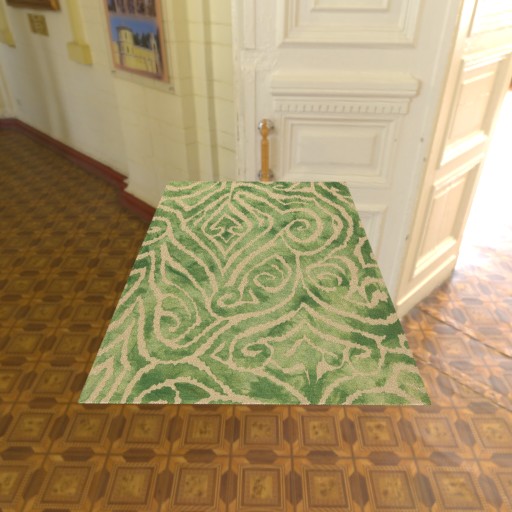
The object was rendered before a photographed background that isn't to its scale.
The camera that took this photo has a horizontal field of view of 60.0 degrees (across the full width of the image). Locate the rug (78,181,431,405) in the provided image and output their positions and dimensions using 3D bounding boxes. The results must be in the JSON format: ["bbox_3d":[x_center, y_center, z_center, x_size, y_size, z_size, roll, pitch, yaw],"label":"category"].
[{"bbox_3d":[0.000,0.000,2.285,1.220,0.006,1.826,0,34,0],"label":"rug"}]
